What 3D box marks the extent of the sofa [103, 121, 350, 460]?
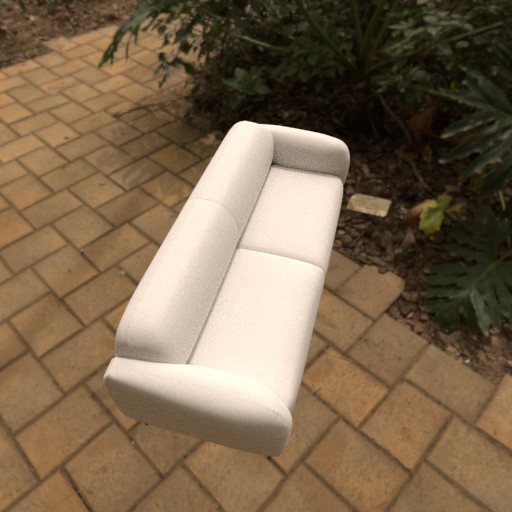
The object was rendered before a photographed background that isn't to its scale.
[{"bbox_3d":[0.000,0.000,2.728,0.880,0.780,2.257,11,48,10],"label":"sofa"}]
